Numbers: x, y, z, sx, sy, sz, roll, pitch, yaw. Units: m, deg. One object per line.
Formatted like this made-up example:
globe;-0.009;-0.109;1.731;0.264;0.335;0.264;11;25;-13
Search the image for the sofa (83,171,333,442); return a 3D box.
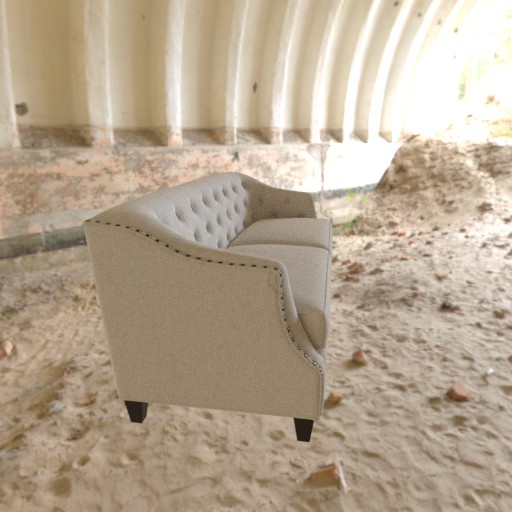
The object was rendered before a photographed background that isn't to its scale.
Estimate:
sofa;0.000;0.000;2.704;0.914;0.901;2.235;3;15;10
